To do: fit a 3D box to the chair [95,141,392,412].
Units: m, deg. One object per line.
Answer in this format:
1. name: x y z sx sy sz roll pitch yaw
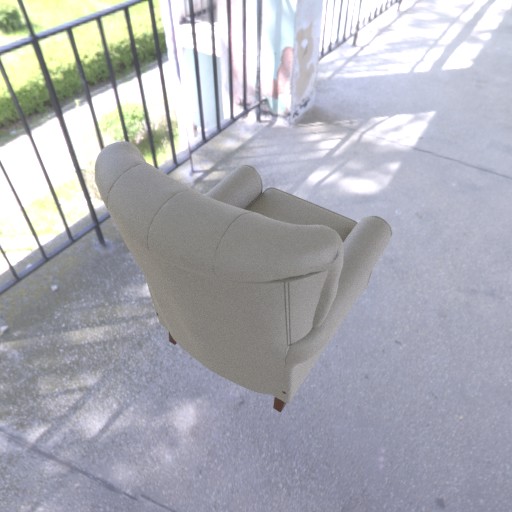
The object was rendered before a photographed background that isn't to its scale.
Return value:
1. chair: 0.000 0.000 1.924 0.943 1.158 1.059 26 52 23
